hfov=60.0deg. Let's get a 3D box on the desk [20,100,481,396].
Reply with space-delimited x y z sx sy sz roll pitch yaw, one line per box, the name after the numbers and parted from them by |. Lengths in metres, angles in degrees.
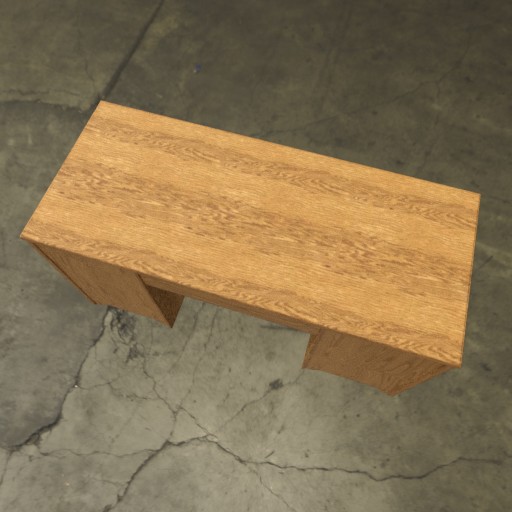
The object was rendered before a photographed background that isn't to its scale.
0.000 0.000 1.969 1.567 0.751 0.685 16 66 7 | desk
